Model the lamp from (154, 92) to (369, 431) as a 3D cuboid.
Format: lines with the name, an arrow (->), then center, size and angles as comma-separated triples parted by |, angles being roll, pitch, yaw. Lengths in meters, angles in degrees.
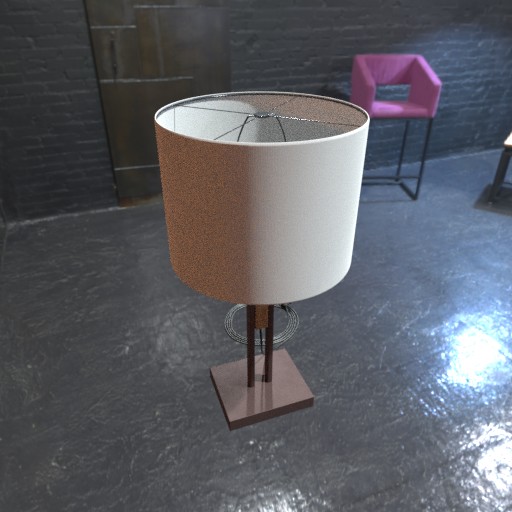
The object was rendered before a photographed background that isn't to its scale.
lamp -> 0.000, 0.000, 0.992 | 0.396, 0.668, 0.525 | -10, 32, -17
